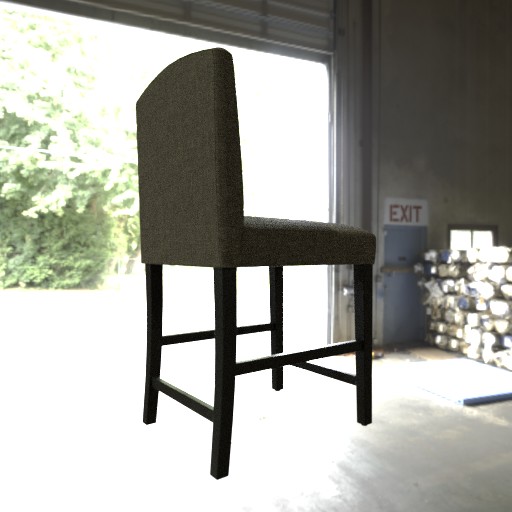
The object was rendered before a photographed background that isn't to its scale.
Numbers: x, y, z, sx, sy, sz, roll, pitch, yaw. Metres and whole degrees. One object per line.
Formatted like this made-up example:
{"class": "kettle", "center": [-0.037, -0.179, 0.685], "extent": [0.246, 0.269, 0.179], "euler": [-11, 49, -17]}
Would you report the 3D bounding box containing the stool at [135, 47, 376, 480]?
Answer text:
{"class": "stool", "center": [0.000, 0.000, 1.274], "extent": [0.552, 0.966, 0.451], "euler": [0, 1, -37]}
